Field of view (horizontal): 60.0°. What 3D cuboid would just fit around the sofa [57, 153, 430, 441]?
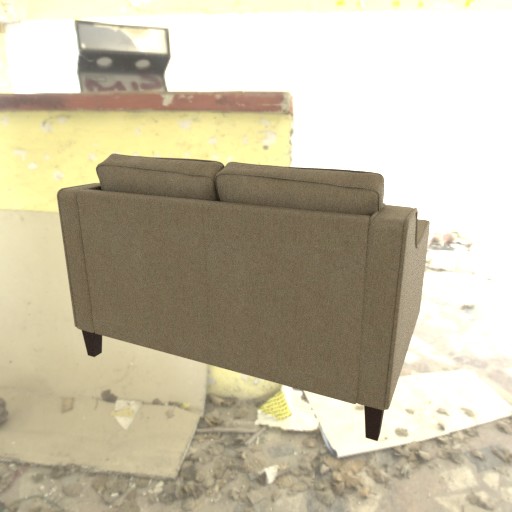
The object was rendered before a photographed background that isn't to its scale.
[{"bbox_3d":[0.000,0.000,2.173,1.503,0.981,0.985,8,19,25],"label":"sofa"}]
